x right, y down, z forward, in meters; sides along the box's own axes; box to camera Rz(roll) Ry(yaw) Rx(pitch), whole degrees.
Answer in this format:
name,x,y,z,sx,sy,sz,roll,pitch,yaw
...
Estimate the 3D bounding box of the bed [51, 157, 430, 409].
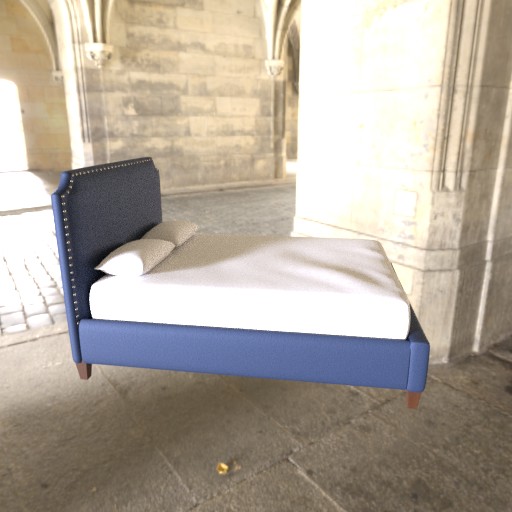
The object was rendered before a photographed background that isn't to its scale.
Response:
name,x,y,z,sx,sy,sz,roll,pitch,yaw
bed,0.000,0.000,3.533,2.372,1.443,1.712,2,17,8
